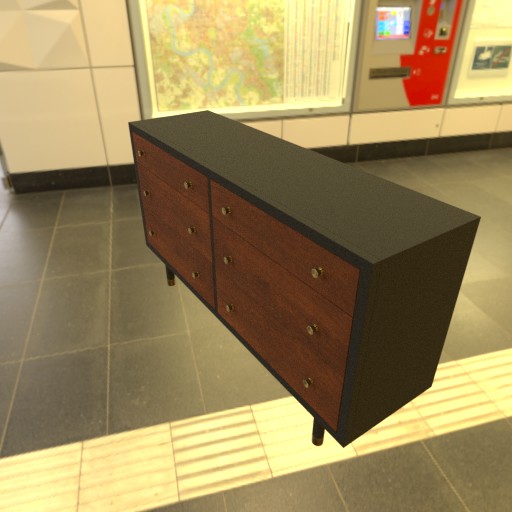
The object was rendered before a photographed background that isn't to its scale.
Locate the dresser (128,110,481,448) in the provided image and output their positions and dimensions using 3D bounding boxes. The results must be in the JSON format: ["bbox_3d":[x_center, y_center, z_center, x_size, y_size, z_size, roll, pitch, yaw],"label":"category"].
[{"bbox_3d":[0.000,0.000,1.907,0.463,0.872,1.558,-20,36,-29],"label":"dresser"}]
